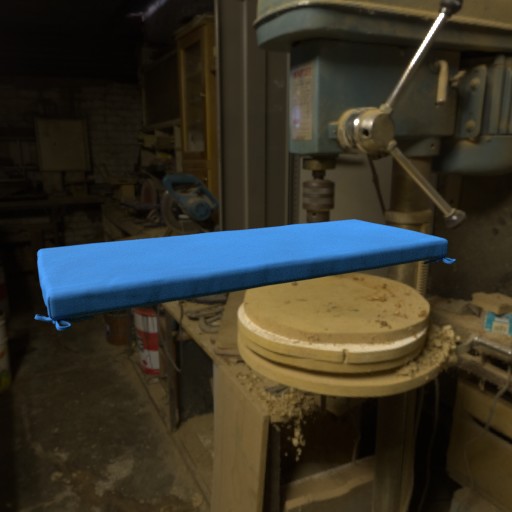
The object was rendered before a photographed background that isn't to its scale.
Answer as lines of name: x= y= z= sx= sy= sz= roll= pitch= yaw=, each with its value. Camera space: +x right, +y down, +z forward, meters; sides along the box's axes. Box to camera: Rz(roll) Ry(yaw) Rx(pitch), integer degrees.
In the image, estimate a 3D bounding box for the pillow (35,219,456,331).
pillow: x=0.000 y=0.000 z=1.304 sx=1.187 sy=0.081 sz=0.492 roll=-7 pitch=16 yaw=-27
